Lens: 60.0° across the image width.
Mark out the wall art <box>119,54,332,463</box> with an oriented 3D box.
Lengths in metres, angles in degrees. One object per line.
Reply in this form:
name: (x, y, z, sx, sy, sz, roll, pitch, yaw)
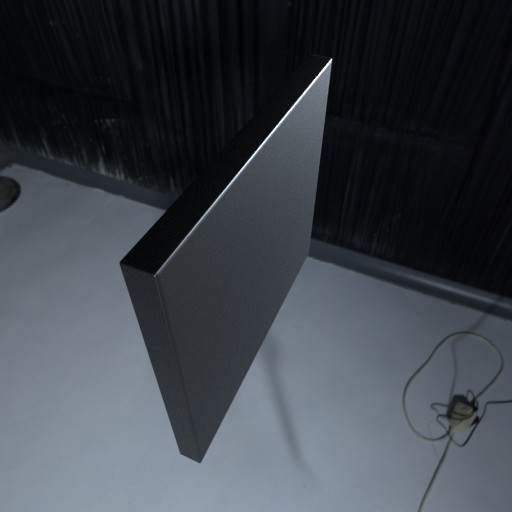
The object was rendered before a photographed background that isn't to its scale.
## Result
wall art: (0.000, 0.000, 0.527, 0.028, 0.330, 0.380, 18, 48, 17)
